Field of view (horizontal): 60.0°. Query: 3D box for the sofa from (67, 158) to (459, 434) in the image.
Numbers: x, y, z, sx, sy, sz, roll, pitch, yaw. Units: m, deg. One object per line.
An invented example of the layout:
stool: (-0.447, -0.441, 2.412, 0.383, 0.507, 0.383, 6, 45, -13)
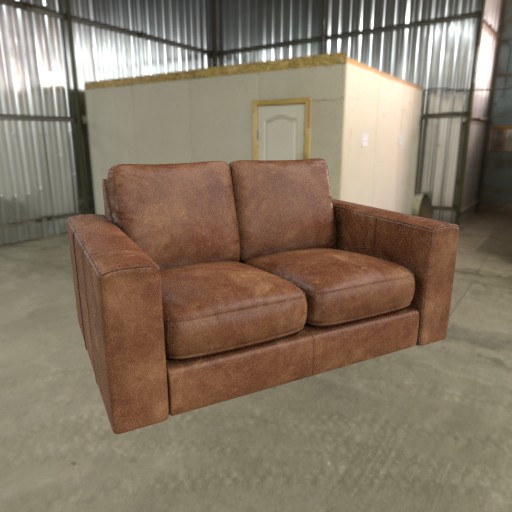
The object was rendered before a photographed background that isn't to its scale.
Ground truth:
sofa: (0.000, 0.000, 2.186, 1.626, 0.889, 1.041, -8, 17, -26)
